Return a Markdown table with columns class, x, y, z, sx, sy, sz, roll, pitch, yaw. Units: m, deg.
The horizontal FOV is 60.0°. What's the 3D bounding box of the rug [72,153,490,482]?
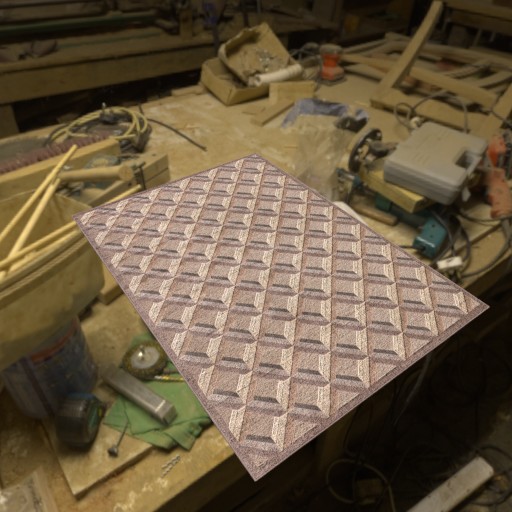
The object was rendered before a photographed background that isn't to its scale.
| class | x | y | z | sx | sy | sz | roll | pitch | yaw |
| --- | --- | --- | --- | --- | --- | --- | --- | --- | --- |
| rug | 0.000 | 0.000 | 4.132 | 2.382 | 0.018 | 3.294 | -25 | 47 | -26 |
